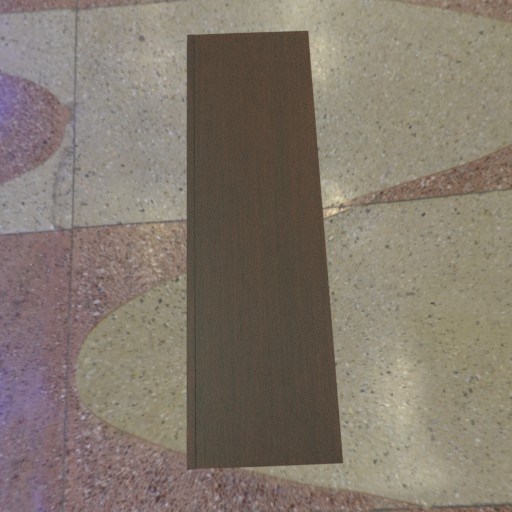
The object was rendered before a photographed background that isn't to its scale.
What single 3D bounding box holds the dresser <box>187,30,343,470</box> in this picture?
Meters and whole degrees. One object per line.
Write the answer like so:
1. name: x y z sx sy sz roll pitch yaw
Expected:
1. dresser: 0.000 0.000 2.055 0.499 0.971 1.609 -2 76 -1
